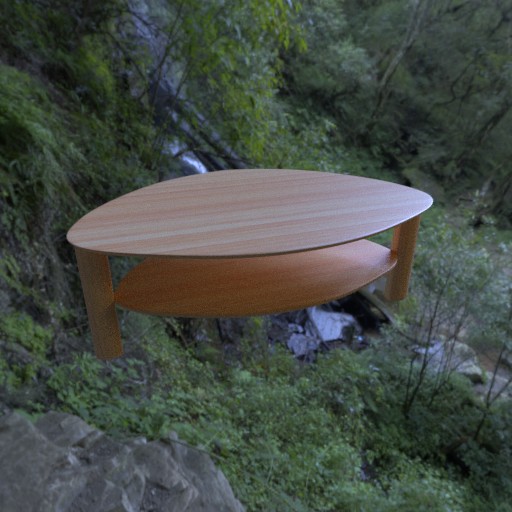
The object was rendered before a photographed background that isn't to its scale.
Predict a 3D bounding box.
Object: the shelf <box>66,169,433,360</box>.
[{"bbox_3d":[0.000,0.000,1.666,1.246,0.440,0.845,-9,28,-17],"label":"shelf"}]
